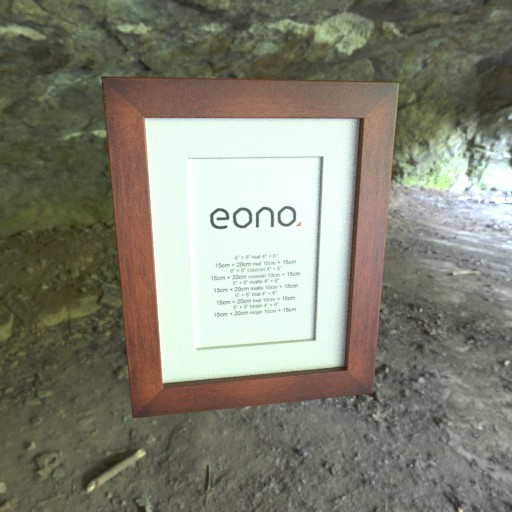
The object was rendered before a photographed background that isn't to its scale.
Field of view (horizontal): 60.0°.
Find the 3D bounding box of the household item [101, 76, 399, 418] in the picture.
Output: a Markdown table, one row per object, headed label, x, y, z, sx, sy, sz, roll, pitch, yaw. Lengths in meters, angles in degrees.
| label | x | y | z | sx | sy | sz | roll | pitch | yaw |
| --- | --- | --- | --- | --- | --- | --- | --- | --- | --- |
| household item | 0.000 | 0.000 | 0.338 | 0.200 | 0.250 | 0.020 | -3 | 17 | -9 |
